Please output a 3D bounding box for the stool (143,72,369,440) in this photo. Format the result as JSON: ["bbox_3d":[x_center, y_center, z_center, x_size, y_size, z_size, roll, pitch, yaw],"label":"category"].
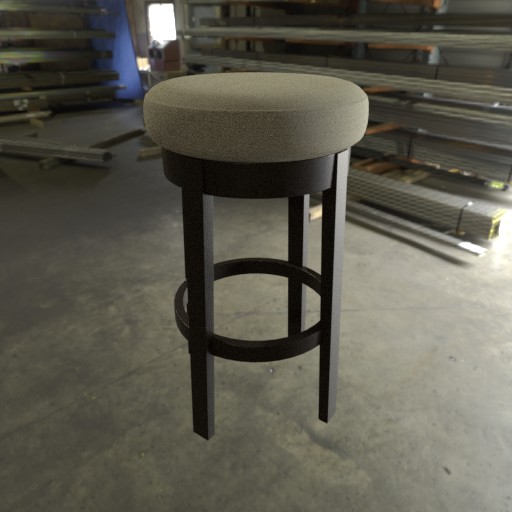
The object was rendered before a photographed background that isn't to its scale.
[{"bbox_3d":[0.000,0.000,1.012,0.446,0.758,0.446,0,27,0],"label":"stool"}]
